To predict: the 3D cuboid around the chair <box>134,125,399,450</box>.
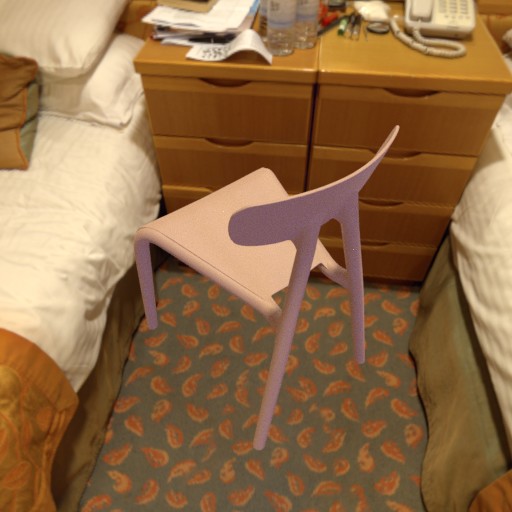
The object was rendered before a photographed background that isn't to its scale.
[{"bbox_3d":[0.000,0.000,0.828,0.356,0.580,0.401,-31,54,-26],"label":"chair"}]
